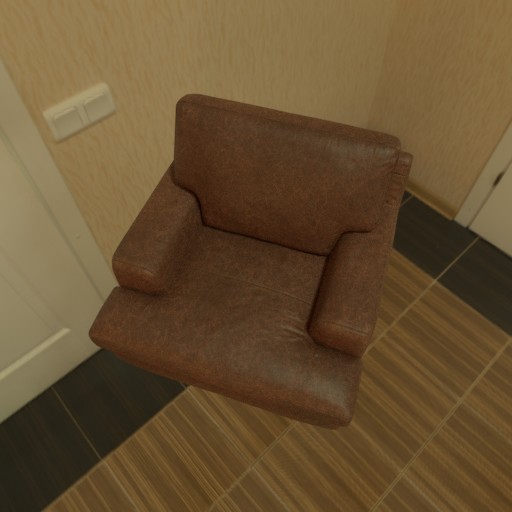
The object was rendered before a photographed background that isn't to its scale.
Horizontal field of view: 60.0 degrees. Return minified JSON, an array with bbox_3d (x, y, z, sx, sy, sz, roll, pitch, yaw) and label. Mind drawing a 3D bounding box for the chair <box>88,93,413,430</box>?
[{"bbox_3d":[0.000,0.000,2.003,1.168,0.939,1.143,15,58,10],"label":"chair"}]
